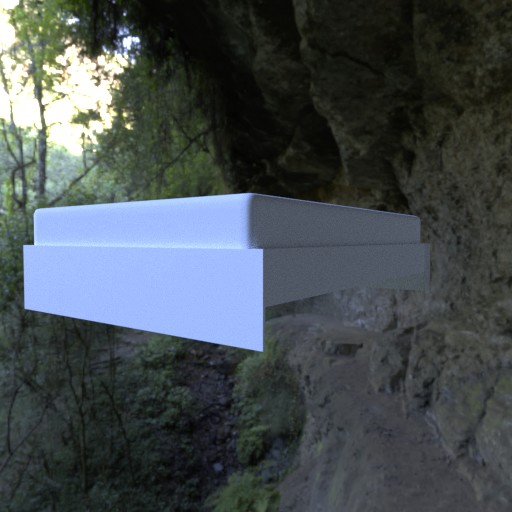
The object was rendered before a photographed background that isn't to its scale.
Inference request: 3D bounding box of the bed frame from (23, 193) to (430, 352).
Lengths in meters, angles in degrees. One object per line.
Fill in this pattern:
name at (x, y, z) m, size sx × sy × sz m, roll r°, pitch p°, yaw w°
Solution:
bed frame at (0.000, 0.000, 2.571) m, size 1.445 × 0.497 × 1.945 m, roll 2°, pitch 3°, yaw 36°
